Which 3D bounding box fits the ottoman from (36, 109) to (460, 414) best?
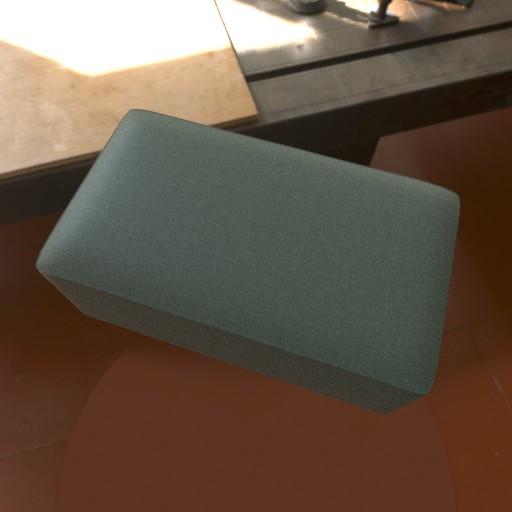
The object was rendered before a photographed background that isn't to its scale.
[{"bbox_3d":[0.000,0.000,1.526,1.173,0.494,0.681,16,64,8],"label":"ottoman"}]
